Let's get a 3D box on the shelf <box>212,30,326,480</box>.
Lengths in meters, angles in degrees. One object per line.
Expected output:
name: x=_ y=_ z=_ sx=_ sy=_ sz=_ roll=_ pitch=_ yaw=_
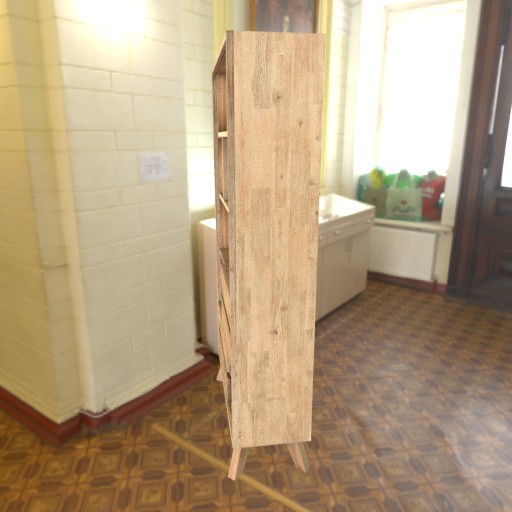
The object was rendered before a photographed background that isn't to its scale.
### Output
shelf: x=0.000 y=0.000 z=1.763 sx=0.308 sy=1.471 sz=0.748 roll=-2 pitch=15 yaw=-8
